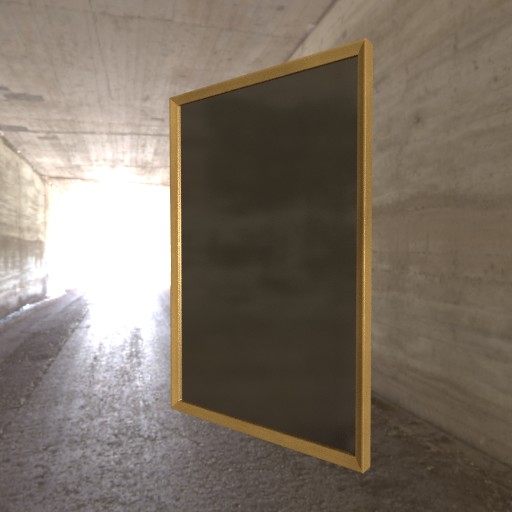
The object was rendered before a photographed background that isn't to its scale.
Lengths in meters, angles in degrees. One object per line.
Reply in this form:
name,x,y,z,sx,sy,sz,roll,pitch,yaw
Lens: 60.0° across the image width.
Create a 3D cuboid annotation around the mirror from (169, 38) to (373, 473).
mirror,0.000,0.000,1.133,0.609,0.915,0.041,1,2,38
